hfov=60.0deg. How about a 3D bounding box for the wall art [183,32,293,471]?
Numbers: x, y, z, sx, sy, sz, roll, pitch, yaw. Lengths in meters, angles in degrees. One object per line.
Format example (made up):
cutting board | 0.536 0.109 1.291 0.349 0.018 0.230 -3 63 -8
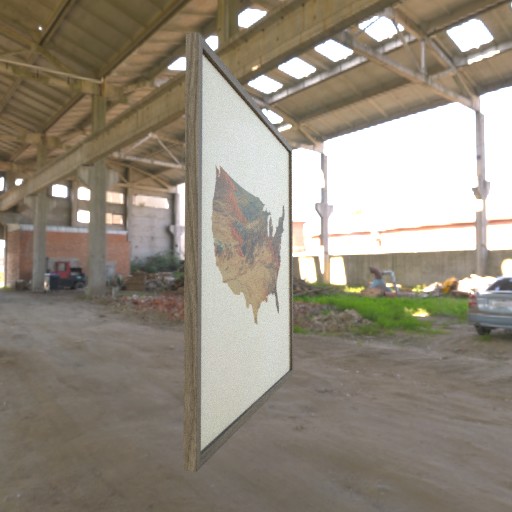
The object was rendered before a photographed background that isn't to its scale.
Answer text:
wall art | 0.000 0.000 0.755 0.016 0.507 0.508 -1 -2 17
